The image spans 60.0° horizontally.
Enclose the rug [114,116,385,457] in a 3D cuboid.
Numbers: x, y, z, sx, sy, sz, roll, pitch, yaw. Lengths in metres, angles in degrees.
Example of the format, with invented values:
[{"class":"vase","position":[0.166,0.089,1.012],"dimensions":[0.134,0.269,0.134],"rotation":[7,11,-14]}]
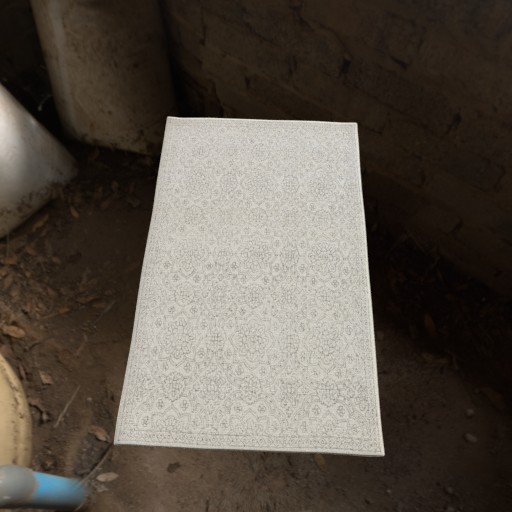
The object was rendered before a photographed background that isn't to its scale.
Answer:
[{"class":"rug","position":[0.000,0.000,2.405],"dimensions":[1.214,0.023,1.947],"rotation":[2,64,1]}]
